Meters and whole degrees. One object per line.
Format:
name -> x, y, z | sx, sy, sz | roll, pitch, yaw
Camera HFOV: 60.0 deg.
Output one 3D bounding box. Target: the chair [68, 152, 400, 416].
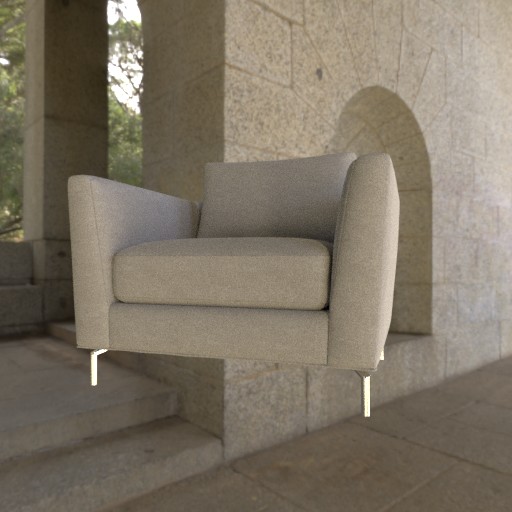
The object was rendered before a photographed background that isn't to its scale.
chair -> 0.000, 0.000, 1.704 | 1.041, 0.864, 0.889 | 0, 0, 19
